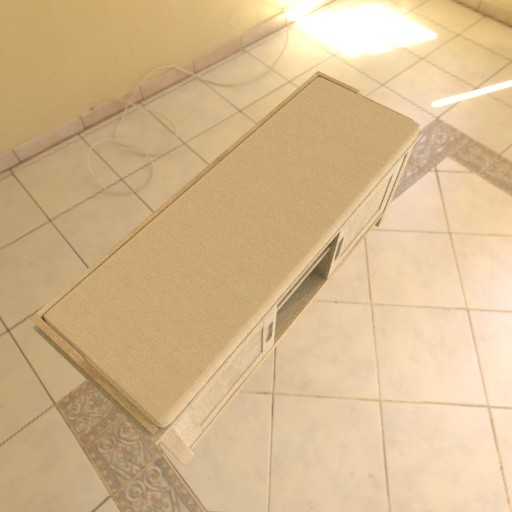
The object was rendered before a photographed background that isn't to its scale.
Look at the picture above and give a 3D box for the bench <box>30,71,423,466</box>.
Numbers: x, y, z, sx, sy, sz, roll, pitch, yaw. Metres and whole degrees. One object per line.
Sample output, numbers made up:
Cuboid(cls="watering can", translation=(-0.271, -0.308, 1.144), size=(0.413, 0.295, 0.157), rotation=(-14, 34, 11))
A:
Cuboid(cls="bench", translation=(0.000, 0.000, 1.355), size=(0.398, 0.501, 1.140), rotation=(34, 64, 19))
